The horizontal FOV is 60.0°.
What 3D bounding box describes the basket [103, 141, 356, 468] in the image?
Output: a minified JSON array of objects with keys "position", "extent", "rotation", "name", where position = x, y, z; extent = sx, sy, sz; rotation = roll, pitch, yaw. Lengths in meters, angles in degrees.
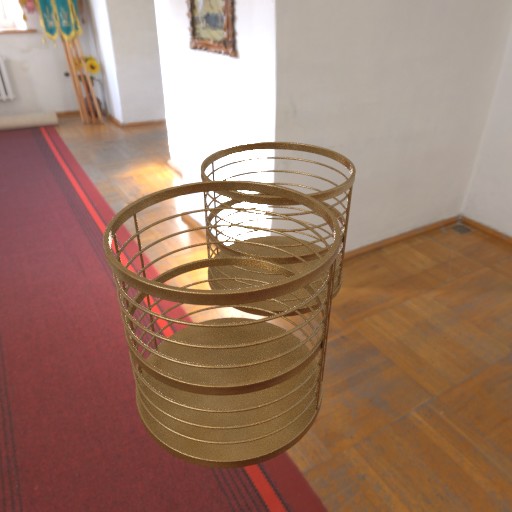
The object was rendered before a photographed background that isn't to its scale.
[{"position":[0.000,0.000,0.932],"extent":[0.356,0.351,0.746],"rotation":[8,33,13],"name":"basket"}]
